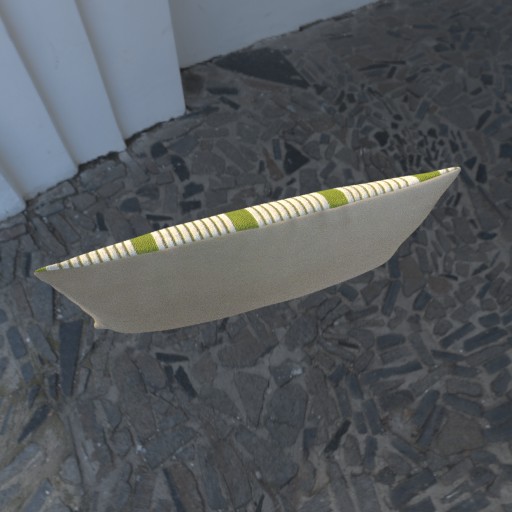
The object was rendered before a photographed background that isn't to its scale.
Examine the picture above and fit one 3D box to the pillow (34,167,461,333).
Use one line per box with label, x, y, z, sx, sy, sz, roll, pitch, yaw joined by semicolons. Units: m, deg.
pillow;0.000;0.000;0.737;0.608;0.292;0.156;-14;59;-9
